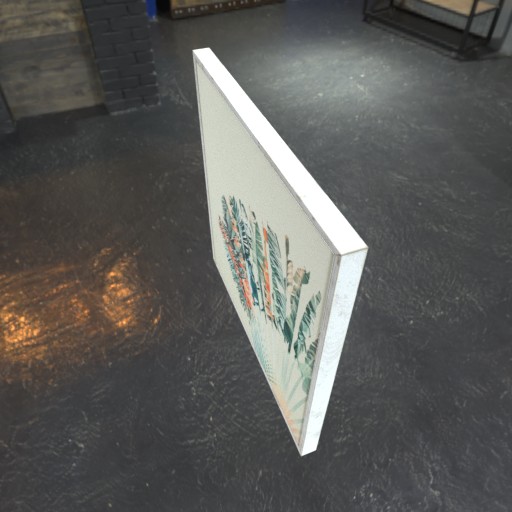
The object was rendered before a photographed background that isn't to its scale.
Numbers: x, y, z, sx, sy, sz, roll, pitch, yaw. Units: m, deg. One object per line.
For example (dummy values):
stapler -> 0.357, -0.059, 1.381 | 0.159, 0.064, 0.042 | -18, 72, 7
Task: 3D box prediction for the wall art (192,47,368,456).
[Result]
wall art -> 0.000, 0.000, 0.759 | 0.029, 0.506, 0.508 | -16, 48, -15
